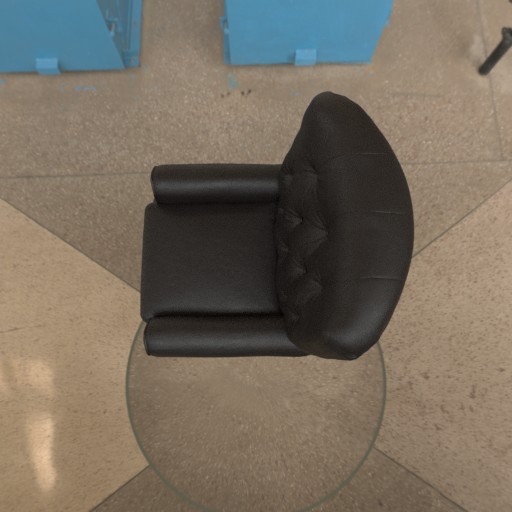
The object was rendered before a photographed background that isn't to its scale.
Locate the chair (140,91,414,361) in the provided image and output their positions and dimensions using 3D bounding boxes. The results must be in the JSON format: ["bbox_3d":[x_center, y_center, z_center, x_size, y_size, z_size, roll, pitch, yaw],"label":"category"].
[{"bbox_3d":[0.000,0.000,1.968,1.058,1.158,0.948,-1,75,0],"label":"chair"}]
